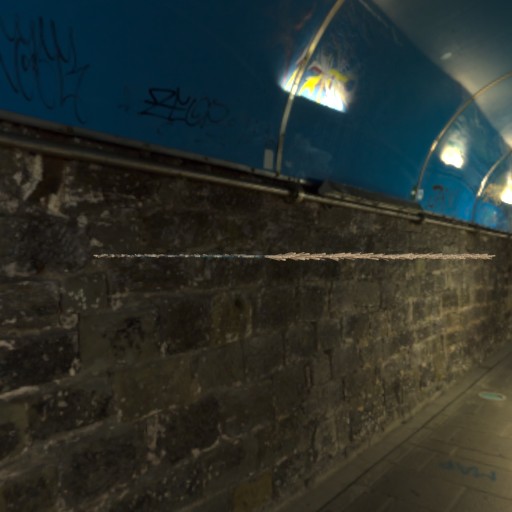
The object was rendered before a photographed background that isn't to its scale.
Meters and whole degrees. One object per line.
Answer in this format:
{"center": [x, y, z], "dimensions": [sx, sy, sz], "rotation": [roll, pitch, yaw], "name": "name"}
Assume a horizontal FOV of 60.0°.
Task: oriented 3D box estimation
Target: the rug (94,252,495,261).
{"center": [0.000, 0.000, 2.365], "dimensions": [1.181, 0.028, 1.936], "rotation": [0, 0, -35], "name": "rug"}
